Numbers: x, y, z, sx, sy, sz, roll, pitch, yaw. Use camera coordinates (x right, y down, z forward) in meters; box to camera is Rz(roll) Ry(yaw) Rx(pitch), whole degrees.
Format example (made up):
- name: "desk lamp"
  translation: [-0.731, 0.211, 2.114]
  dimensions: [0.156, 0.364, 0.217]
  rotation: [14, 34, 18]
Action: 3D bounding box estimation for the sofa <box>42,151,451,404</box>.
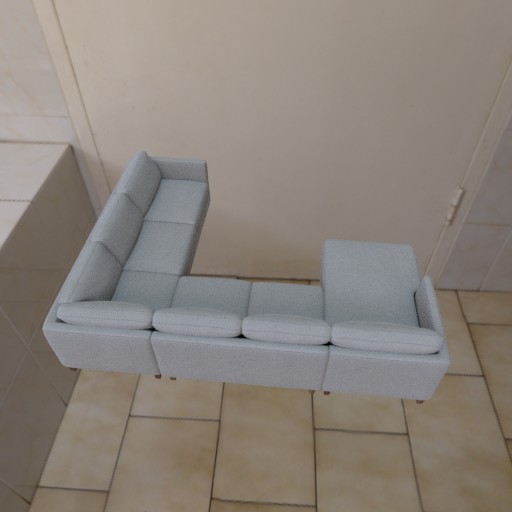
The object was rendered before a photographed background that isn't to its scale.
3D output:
- name: "sofa"
  translation: [0.000, 0.000, 4.481]
  dimensions: [3.238, 0.853, 2.551]
  rotation: [4, 46, 4]
